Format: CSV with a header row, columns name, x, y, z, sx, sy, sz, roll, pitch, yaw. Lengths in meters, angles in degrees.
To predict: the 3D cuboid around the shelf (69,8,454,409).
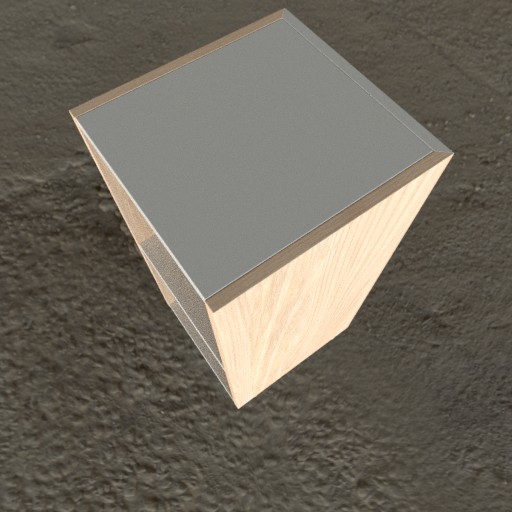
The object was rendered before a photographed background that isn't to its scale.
name,x,y,z,sx,sy,sz,roll,pitch,yaw
shelf,0.000,0.000,0.736,0.297,0.594,0.290,-33,68,-15
